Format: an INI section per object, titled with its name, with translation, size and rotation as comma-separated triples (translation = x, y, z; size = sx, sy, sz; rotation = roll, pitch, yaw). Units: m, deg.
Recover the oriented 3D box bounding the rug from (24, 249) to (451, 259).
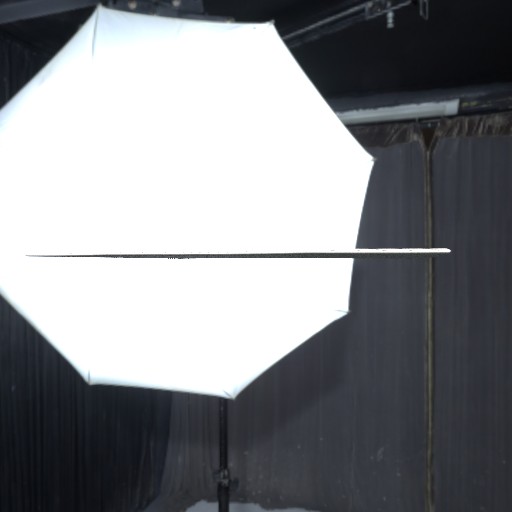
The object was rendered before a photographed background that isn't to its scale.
[rug]
translation = 0.000, 0.000, 3.228
size = 2.449, 0.028, 1.829
rotation = 0, -1, 19
